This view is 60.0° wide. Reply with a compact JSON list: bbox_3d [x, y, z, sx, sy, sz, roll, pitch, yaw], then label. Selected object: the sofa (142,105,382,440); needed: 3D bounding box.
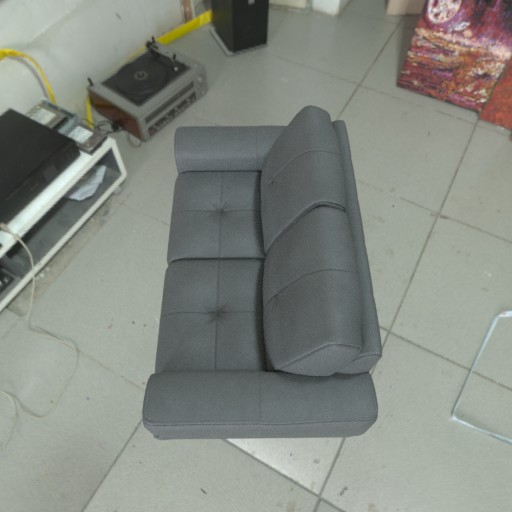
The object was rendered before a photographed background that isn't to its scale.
[{"bbox_3d":[0.000,0.000,2.376,1.018,0.907,1.806,-1,59,0],"label":"sofa"}]
